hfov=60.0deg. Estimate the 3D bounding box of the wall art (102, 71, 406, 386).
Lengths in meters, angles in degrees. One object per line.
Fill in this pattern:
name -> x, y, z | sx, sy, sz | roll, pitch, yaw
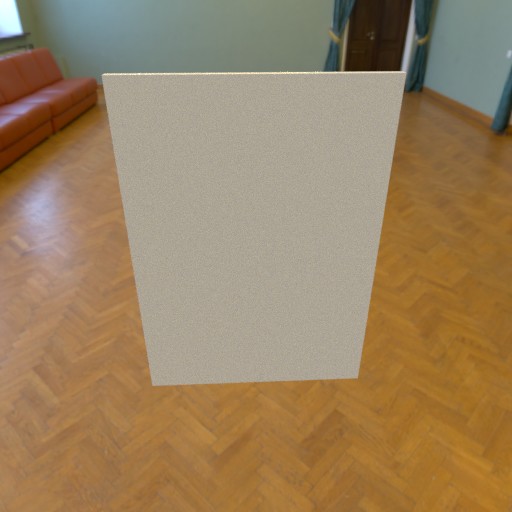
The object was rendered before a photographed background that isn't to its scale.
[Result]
wall art -> 0.000, 0.000, 0.692 | 0.381, 0.533, 0.013 | -1, 30, -2
